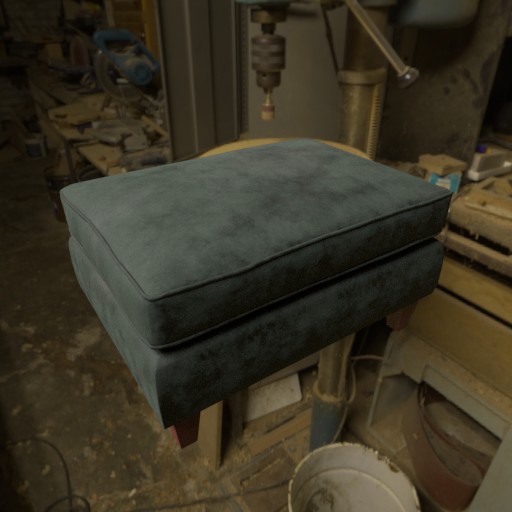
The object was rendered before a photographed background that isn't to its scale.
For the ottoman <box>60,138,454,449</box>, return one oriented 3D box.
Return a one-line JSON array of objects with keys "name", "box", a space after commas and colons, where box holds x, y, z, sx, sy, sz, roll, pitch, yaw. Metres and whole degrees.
[{"name": "ottoman", "box": [0.000, 0.000, 1.246, 0.864, 0.495, 0.632, -19, 36, -29]}]
